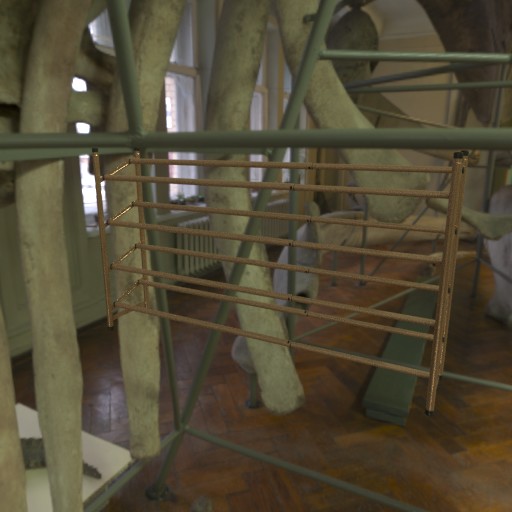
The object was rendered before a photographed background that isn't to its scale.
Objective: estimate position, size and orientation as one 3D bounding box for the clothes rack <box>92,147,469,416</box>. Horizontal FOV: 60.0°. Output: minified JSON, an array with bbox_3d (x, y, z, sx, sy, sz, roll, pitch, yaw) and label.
[{"bbox_3d":[0.000,0.000,1.431,1.168,0.672,0.229,8,16,27],"label":"clothes rack"}]
